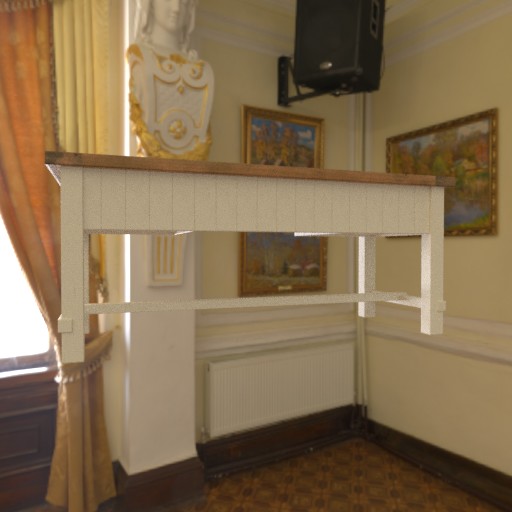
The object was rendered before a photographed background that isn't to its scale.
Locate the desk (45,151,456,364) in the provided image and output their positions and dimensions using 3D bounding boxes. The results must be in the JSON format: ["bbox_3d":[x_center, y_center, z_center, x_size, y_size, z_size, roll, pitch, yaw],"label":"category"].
[{"bbox_3d":[0.000,0.000,2.181,1.803,0.762,0.688,0,1,-19],"label":"desk"}]
